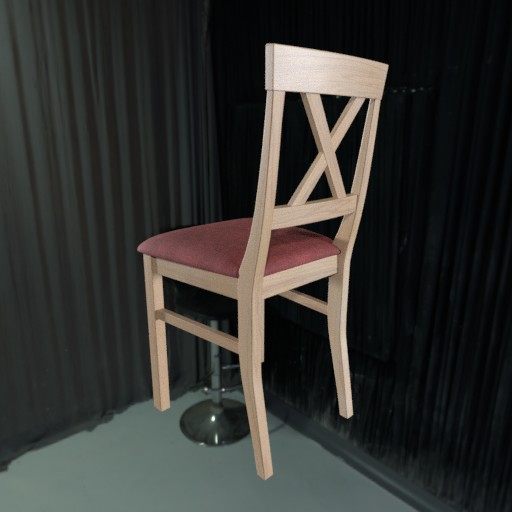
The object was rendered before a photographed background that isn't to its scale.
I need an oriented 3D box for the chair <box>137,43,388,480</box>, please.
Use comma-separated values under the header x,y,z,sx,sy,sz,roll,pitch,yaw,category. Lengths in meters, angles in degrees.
x,y,z,sx,sy,sz,roll,pitch,yaw,category
0.000,0.000,1.148,0.439,0.912,0.492,-15,22,-42,chair
